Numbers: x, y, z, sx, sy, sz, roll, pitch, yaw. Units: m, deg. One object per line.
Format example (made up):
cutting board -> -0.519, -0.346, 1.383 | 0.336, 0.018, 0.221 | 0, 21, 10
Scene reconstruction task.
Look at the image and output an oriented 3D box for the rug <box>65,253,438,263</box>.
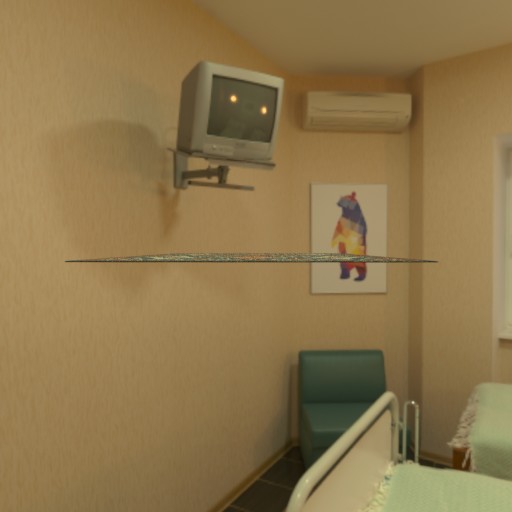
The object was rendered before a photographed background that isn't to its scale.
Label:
rug -> 0.000, 0.000, 4.228 | 2.190, 0.008, 3.371 | 0, 1, 1
